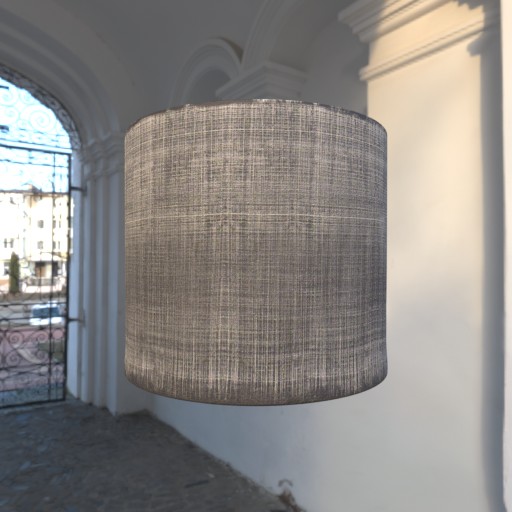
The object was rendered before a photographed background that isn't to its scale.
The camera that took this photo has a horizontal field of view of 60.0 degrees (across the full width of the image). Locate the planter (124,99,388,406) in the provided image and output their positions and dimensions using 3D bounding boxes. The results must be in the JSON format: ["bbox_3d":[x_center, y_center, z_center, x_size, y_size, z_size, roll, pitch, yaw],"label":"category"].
[{"bbox_3d":[0.000,0.000,0.312,0.178,0.157,0.178,0,-1,0],"label":"planter"}]
